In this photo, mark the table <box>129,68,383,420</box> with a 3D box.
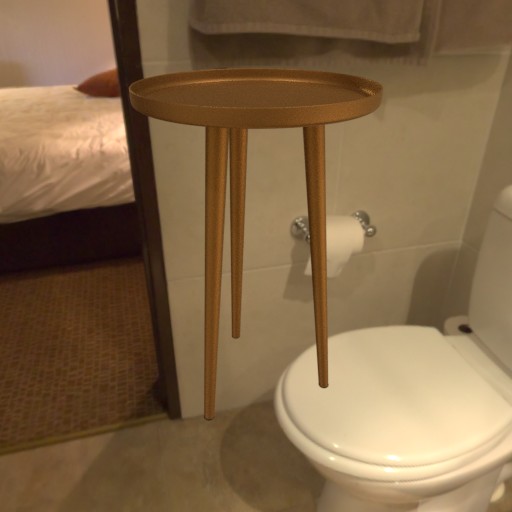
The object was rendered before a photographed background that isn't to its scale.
[{"bbox_3d":[0.000,0.000,0.654,0.299,0.480,0.299,20,35,32],"label":"table"}]
